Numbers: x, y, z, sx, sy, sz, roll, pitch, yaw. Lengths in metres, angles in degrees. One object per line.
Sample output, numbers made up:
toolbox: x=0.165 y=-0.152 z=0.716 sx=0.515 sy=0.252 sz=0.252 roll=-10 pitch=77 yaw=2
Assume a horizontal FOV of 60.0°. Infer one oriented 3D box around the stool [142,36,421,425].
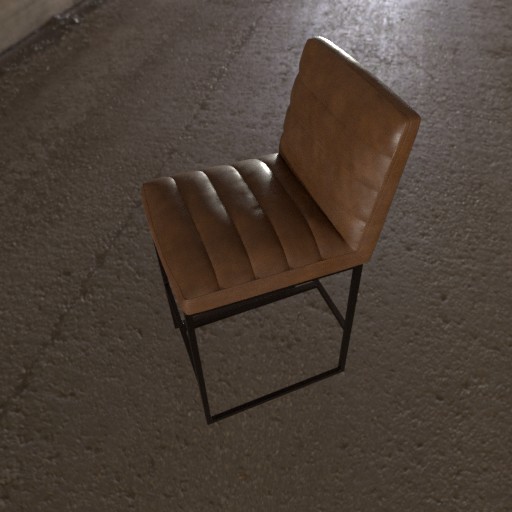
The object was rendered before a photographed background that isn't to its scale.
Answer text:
stool: x=0.000 y=0.000 z=1.335 sx=0.562 sy=1.065 sz=0.463 roll=-17 pitch=50 yaw=-15
